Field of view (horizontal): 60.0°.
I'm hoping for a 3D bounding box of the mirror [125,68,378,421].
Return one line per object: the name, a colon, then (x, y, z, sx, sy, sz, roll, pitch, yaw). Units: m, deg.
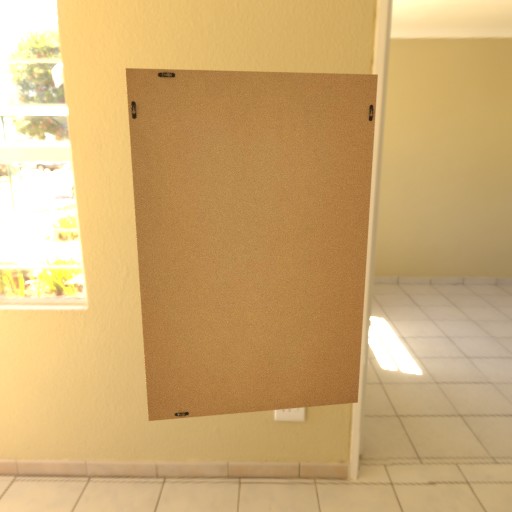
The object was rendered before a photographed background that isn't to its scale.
mirror: (0.000, 0.000, 1.182, 0.609, 0.915, 0.040, -2, 14, -8)
